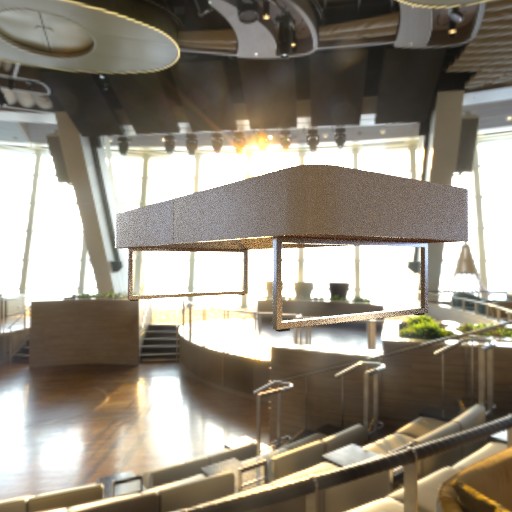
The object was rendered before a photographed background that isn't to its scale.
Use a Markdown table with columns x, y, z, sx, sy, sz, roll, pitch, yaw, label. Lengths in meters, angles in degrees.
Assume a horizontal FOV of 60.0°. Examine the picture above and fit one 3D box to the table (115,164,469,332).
| x | y | z | sx | sy | sz | roll | pitch | yaw | label |
| --- | --- | --- | --- | --- | --- | --- | --- | --- | --- |
| 0.000 | 0.000 | 1.489 | 0.600 | 0.340 | 1.200 | 1 | -1 | -35 | table |
